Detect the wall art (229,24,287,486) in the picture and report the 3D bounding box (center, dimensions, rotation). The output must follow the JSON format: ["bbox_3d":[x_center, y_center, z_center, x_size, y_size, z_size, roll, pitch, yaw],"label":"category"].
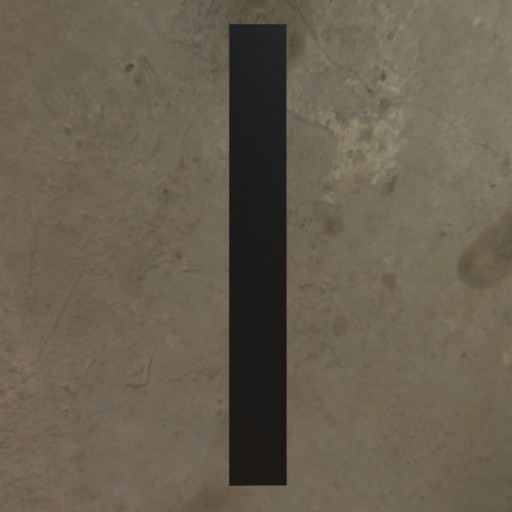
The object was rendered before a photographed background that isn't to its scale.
[{"bbox_3d":[0.000,0.000,0.444,0.038,0.304,0.305,0,89,0],"label":"wall art"}]
